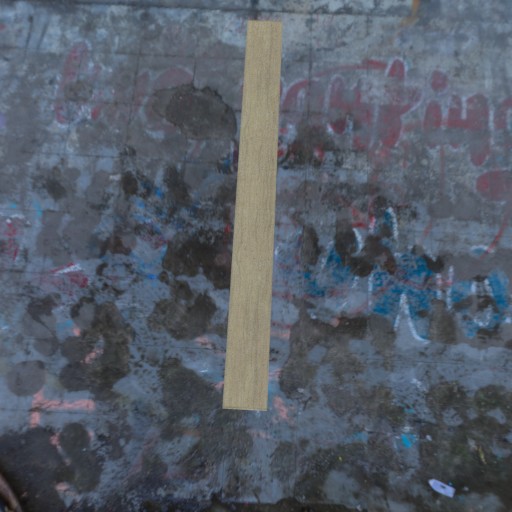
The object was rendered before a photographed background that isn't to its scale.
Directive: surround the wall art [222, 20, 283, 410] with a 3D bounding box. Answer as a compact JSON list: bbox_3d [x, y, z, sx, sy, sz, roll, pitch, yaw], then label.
[{"bbox_3d":[0.000,0.000,0.518,0.030,0.380,0.312,3,75,1],"label":"wall art"}]
